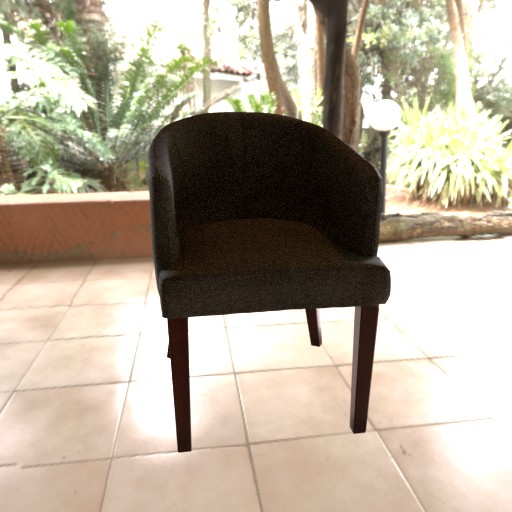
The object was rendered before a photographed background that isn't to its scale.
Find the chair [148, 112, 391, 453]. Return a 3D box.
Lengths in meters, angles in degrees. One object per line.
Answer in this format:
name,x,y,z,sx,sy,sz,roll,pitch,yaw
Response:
chair,0.000,0.000,1.285,0.583,0.811,0.655,-3,17,-9
